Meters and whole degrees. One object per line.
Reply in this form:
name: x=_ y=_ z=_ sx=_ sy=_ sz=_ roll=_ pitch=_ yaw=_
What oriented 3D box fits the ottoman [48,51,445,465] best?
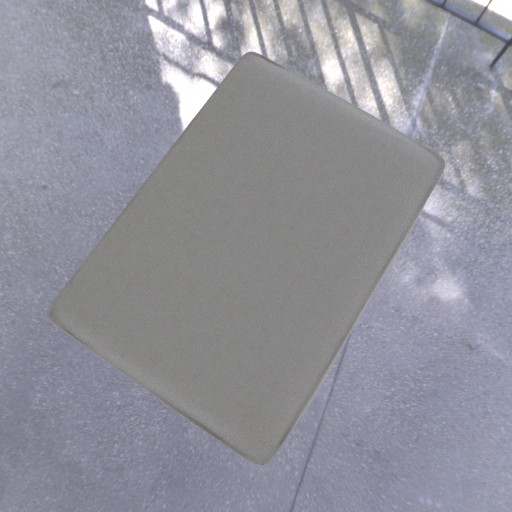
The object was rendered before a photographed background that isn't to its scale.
ottoman: x=0.000 y=0.000 z=1.203 sx=0.611 sy=0.482 sz=0.848 roll=32 pitch=78 yaw=8
